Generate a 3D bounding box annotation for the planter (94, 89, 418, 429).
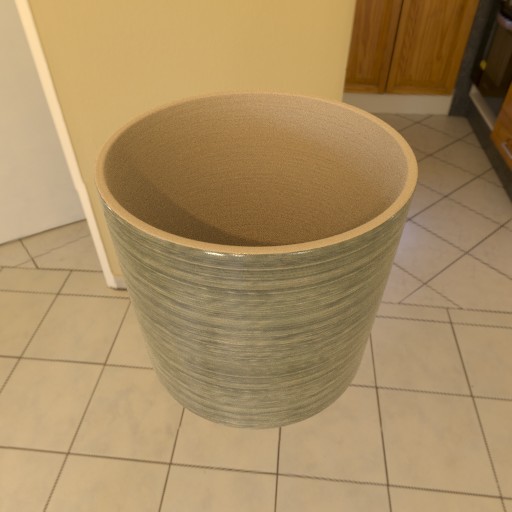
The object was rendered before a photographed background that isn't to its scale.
[{"bbox_3d":[0.000,0.000,0.380,0.221,0.201,0.221,0,42,0],"label":"planter"}]
